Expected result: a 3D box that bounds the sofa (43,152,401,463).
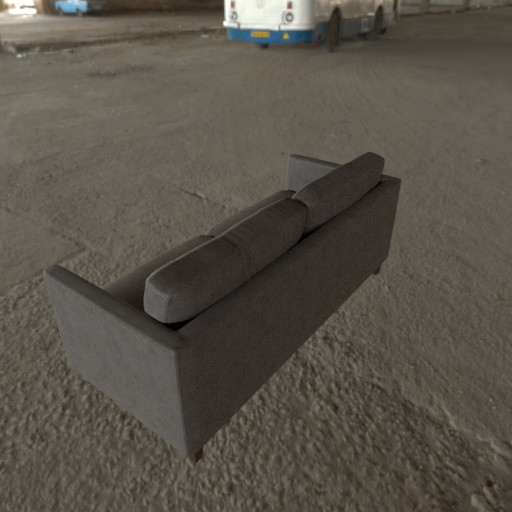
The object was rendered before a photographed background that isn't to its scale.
[{"bbox_3d":[0.000,0.000,2.747,0.951,0.965,2.208,22,37,31],"label":"sofa"}]
